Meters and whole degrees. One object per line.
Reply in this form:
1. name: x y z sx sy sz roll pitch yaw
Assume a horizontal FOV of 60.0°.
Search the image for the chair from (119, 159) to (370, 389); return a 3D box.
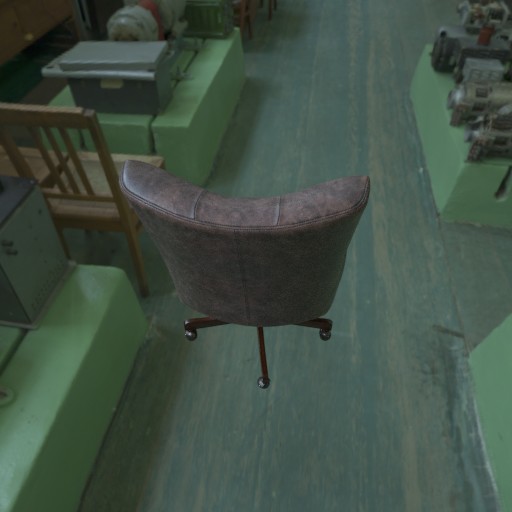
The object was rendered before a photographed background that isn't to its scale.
1. chair: 0.000 0.000 1.530 0.641 1.035 0.762 5 45 5
